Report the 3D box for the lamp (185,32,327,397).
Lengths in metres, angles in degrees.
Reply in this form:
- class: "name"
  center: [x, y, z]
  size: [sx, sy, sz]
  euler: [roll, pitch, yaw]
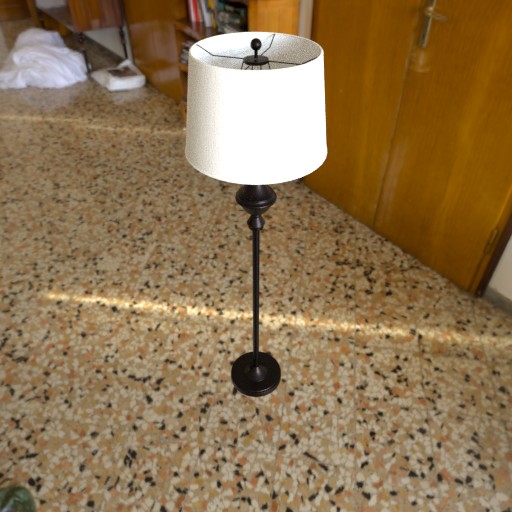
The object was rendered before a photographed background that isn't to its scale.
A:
- class: "lamp"
  center: [0.000, 0.000, 1.633]
  size: [0.431, 1.484, 0.431]
  euler: [0, 40, 0]
